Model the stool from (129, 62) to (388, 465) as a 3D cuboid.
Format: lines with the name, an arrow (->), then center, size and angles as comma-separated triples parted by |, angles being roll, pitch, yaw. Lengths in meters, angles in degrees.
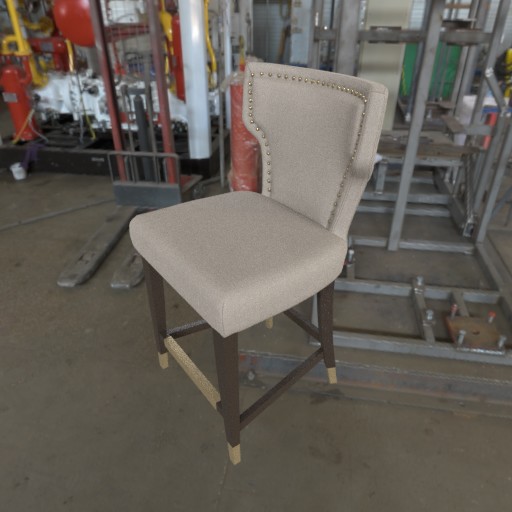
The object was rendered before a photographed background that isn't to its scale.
stool -> 0.000, 0.000, 1.306 | 0.563, 0.982, 0.527 | -21, 37, -30
